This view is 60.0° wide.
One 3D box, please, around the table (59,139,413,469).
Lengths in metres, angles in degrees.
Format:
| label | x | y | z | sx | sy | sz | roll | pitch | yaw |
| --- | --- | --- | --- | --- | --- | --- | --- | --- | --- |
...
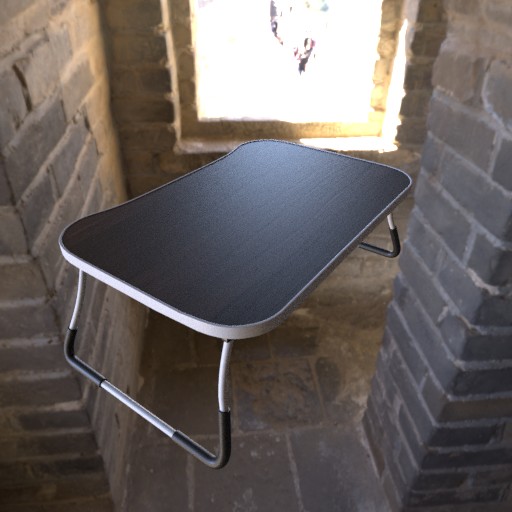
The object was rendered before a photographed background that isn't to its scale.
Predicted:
| label | x | y | z | sx | sy | sz | roll | pitch | yaw |
| --- | --- | --- | --- | --- | --- | --- | --- | --- | --- |
| table | 0.000 | 0.000 | 0.849 | 0.400 | 0.232 | 0.660 | 22 | 39 | 29 |
